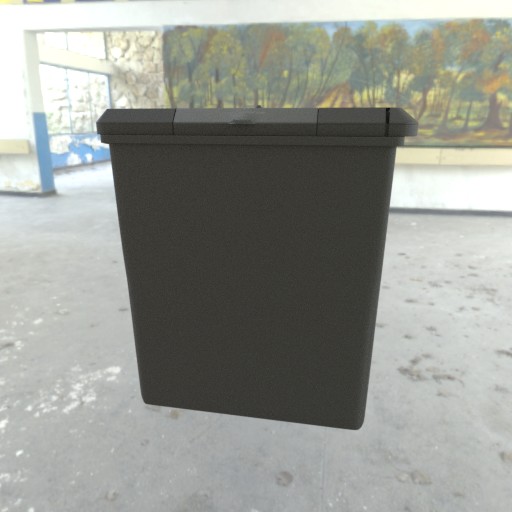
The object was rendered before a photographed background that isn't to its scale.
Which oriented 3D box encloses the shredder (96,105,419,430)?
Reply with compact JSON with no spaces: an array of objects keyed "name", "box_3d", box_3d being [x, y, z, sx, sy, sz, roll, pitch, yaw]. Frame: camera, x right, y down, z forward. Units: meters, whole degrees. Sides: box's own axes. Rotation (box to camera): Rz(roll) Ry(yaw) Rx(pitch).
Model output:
[{"name":"shredder","box_3d":[0.000,0.000,0.518,0.320,0.335,0.170,3,18,10]}]
